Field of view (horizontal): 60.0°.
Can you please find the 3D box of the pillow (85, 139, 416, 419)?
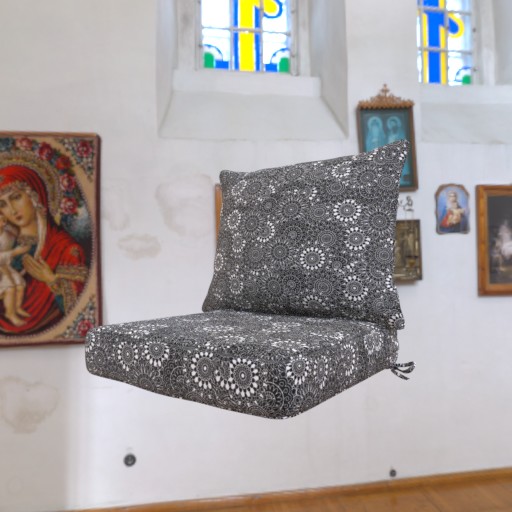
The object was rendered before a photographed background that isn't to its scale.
[{"bbox_3d":[0.000,0.000,1.341,0.798,0.722,0.740,-1,-1,36],"label":"pillow"}]
